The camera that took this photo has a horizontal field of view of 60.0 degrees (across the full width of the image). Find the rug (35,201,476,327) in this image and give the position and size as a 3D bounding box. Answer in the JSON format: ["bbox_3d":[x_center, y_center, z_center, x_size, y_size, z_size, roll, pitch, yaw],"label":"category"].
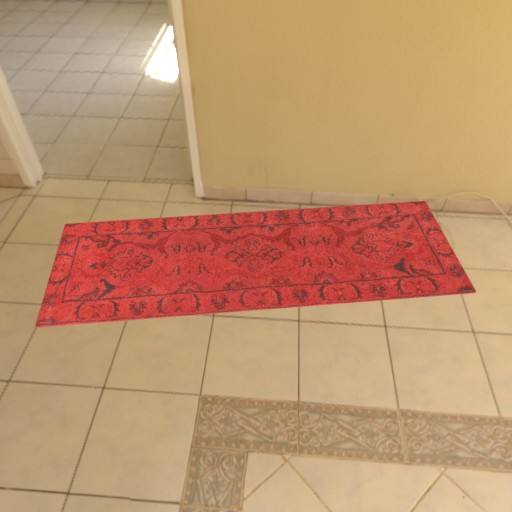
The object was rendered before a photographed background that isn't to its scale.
[{"bbox_3d":[0.000,0.000,2.713,2.439,0.018,0.813,-4,47,-4],"label":"rug"}]
